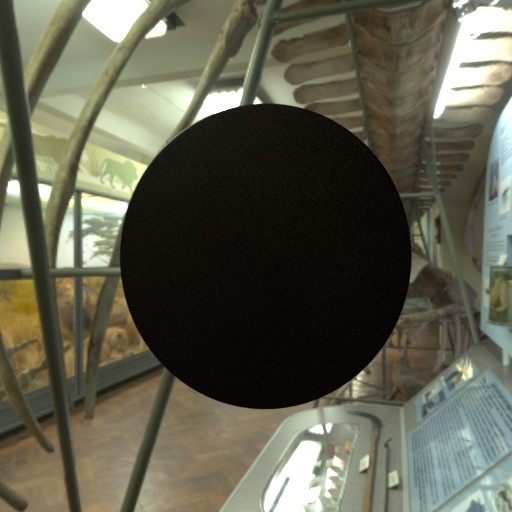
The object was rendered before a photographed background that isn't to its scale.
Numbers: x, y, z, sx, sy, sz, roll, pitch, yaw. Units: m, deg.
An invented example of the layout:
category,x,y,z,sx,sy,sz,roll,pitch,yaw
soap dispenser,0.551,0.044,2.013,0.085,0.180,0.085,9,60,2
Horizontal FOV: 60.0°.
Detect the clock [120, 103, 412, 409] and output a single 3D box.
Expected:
category,x,y,z,sx,sy,sz,roll,pitch,yaw
clock,0.000,0.000,0.474,0.314,0.314,0.040,0,-1,18
